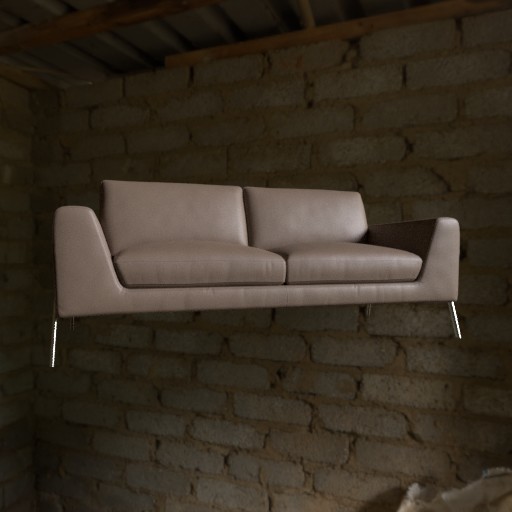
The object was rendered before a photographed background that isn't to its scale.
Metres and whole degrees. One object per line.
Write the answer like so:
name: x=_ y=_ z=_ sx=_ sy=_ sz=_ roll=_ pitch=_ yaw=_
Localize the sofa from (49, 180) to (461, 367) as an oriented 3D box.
sofa: x=0.000 y=0.000 z=2.501 sx=2.017 sy=0.875 sz=0.953 roll=0 pitch=0 yaw=-18
